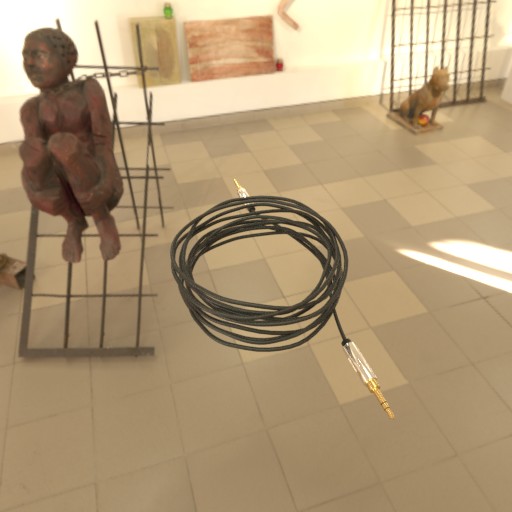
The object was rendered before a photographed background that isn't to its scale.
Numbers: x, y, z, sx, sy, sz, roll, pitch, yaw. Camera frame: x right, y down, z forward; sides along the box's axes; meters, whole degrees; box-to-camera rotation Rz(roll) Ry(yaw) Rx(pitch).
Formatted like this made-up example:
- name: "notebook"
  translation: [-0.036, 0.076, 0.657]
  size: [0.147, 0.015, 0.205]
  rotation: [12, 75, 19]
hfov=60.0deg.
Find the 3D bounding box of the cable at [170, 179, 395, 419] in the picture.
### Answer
- name: "cable"
  translation: [0.000, 0.000, 0.511]
  size: [0.198, 0.069, 0.432]
  rotation: [-12, 42, -14]
